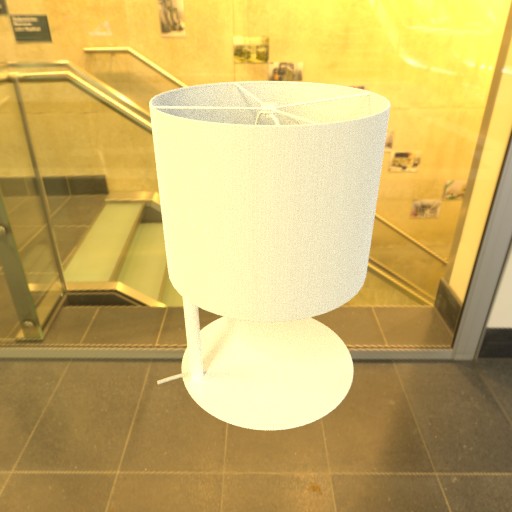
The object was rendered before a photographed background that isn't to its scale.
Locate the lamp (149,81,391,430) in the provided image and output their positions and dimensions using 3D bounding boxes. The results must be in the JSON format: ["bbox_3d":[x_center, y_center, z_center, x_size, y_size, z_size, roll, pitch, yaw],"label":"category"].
[{"bbox_3d":[0.000,0.000,0.670,0.341,0.454,0.299,-10,31,-17],"label":"lamp"}]
